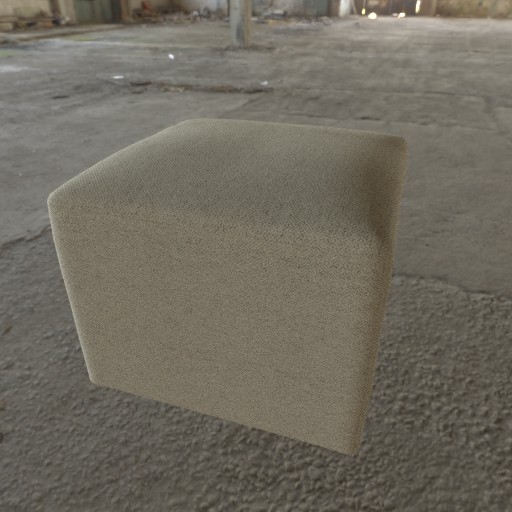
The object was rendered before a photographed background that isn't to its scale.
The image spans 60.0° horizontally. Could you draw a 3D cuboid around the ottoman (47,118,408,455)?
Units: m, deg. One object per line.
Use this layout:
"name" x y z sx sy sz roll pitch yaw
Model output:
"ottoman" 0.000 0.000 0.891 0.521 0.453 0.512 10 32 16
